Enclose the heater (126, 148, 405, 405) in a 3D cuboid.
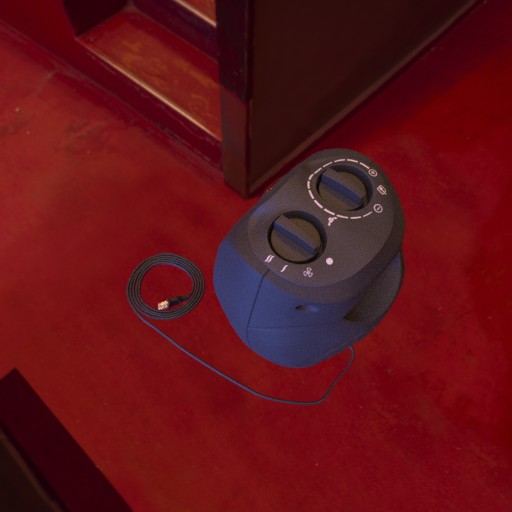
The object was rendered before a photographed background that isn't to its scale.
[{"bbox_3d":[0.000,0.000,0.467,0.291,0.240,0.239,39,70,17],"label":"heater"}]
